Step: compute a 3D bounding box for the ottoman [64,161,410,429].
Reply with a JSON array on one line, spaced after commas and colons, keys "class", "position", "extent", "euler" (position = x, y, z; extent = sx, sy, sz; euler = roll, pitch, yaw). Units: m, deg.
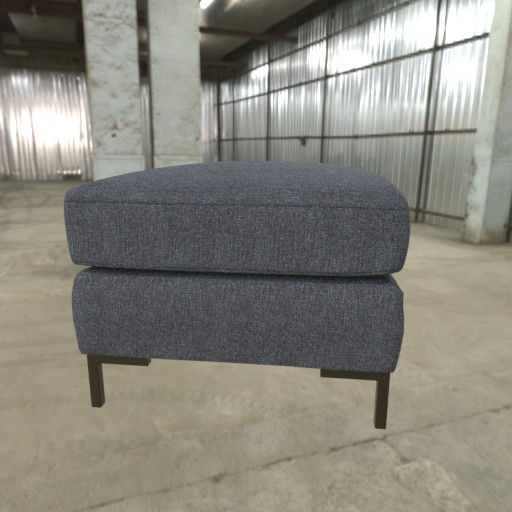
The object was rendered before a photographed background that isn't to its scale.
[{"class": "ottoman", "position": [0.000, 0.000, 1.279], "extent": [0.695, 0.533, 0.831], "euler": [2, 13, 7]}]
